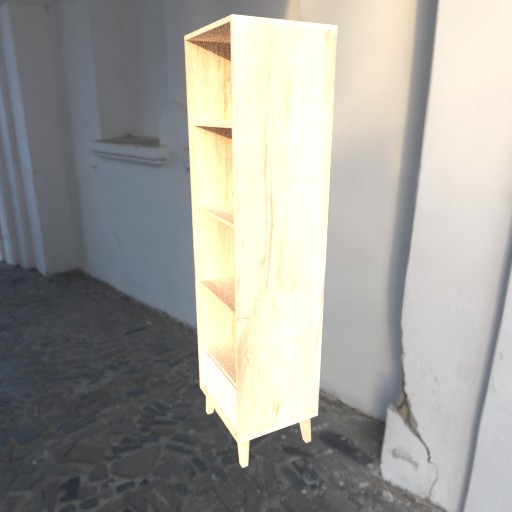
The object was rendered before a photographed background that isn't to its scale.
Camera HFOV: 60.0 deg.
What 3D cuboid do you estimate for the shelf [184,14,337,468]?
[{"bbox_3d":[0.000,0.000,2.140,0.450,1.960,0.510,-9,20,-26],"label":"shelf"}]
